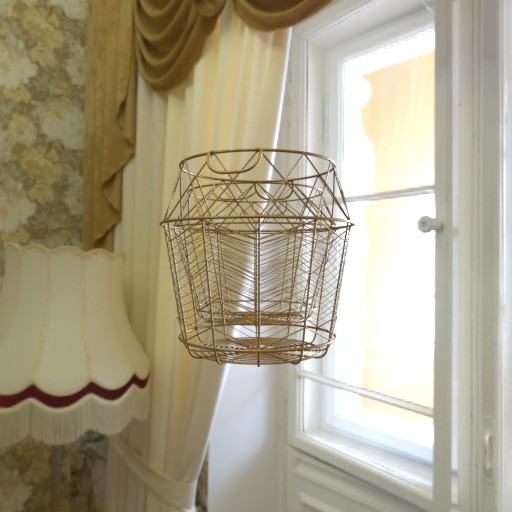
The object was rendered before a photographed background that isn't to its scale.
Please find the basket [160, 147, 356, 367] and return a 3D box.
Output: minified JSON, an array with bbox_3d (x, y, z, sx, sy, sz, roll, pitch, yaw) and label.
[{"bbox_3d":[0.000,0.000,1.024,0.451,0.343,0.805,0,0,-1],"label":"basket"}]
